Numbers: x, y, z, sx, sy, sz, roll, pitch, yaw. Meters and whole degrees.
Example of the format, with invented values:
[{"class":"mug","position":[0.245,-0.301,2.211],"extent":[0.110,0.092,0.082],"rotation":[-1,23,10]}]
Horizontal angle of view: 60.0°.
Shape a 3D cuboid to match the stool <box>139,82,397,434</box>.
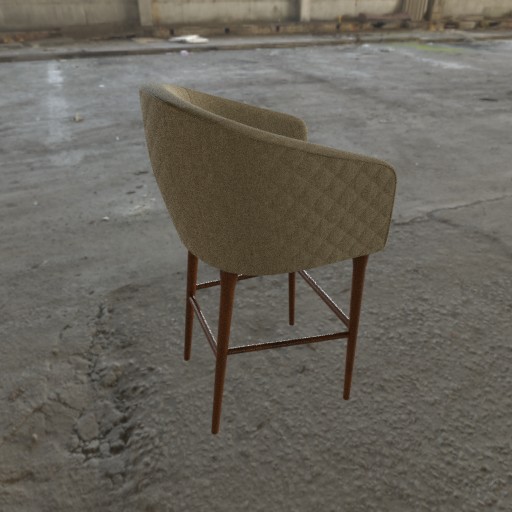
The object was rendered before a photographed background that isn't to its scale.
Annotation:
[{"class":"stool","position":[0.000,0.000,1.443],"extent":[0.607,1.078,0.559],"rotation":[-12,33,-19]}]
